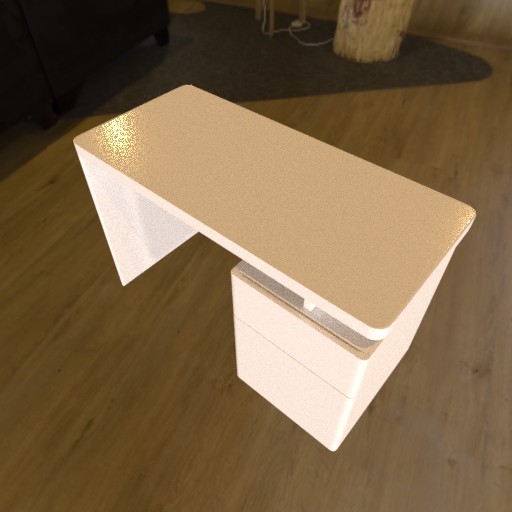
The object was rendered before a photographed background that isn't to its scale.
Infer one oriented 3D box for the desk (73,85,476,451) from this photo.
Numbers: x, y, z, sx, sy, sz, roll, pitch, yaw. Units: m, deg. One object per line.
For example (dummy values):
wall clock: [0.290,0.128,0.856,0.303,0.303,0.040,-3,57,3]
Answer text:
desk: [0.000,0.000,1.651,1.200,0.760,0.550,32,54,26]
